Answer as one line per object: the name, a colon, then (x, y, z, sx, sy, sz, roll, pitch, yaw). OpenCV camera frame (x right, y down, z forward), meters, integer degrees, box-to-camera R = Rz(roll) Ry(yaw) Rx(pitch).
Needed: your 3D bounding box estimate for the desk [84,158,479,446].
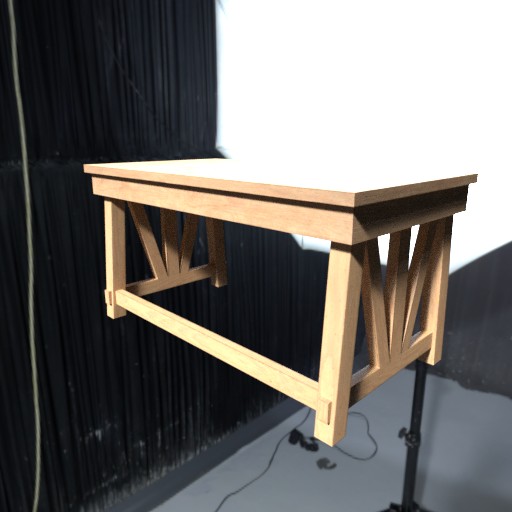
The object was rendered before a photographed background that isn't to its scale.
desk: (0.000, 0.000, 1.961, 0.813, 0.762, 1.499, -15, 21, -43)
